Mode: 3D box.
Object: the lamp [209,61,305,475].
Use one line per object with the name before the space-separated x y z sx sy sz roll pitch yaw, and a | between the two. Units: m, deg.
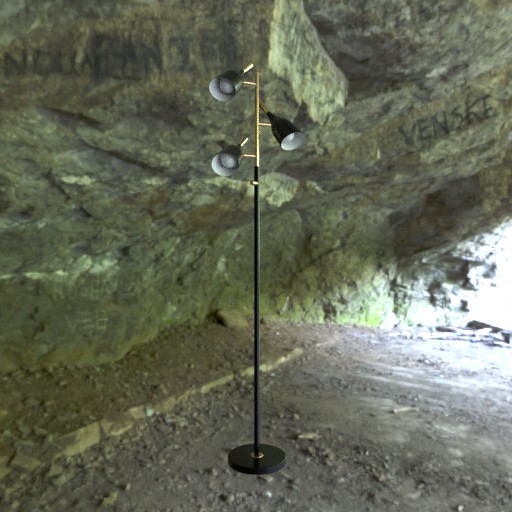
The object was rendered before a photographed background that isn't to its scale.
lamp | 0.000 0.000 1.940 0.434 1.778 0.253 1 -2 -18
